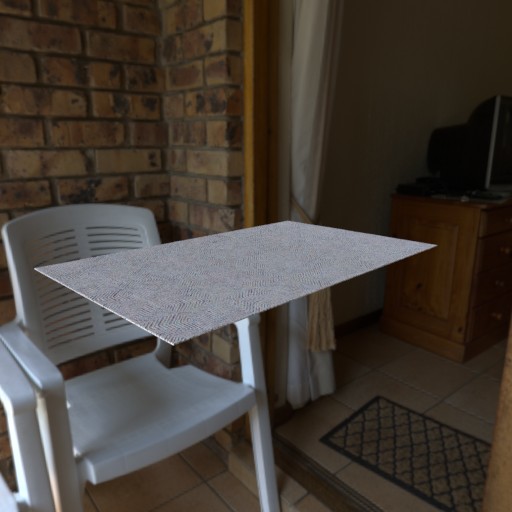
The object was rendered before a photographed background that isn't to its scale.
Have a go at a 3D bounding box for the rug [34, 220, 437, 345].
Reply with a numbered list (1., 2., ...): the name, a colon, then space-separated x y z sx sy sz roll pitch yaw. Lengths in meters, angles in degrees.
1. rug: 0.000 0.000 3.096 2.428 0.007 1.519 -14 20 -43
